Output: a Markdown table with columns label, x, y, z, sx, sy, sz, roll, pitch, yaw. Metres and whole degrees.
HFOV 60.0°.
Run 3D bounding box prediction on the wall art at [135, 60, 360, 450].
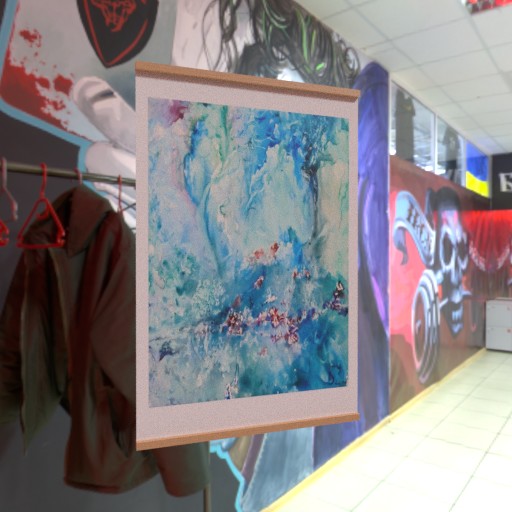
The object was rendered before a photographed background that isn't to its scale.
| label | x | y | z | sx | sy | sz | roll | pitch | yaw |
| --- | --- | --- | --- | --- | --- | --- | --- | --- | --- |
| wall art | 0.000 | 0.000 | 1.891 | 0.991 | 1.510 | 0.040 | 0 | 1 | -18 |
